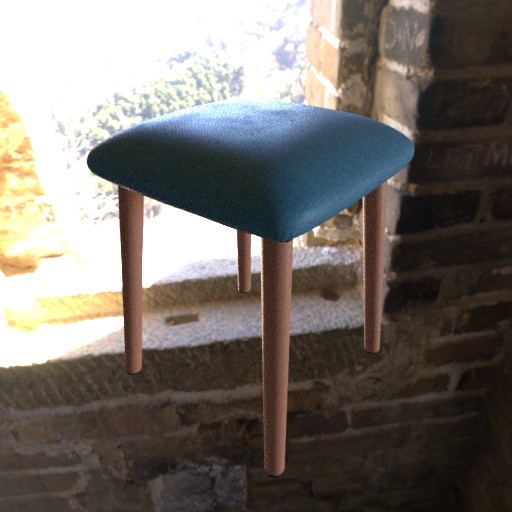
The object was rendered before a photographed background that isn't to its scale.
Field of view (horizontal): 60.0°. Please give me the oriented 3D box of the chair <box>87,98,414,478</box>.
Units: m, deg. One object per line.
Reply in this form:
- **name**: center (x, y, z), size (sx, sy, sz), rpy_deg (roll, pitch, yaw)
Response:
- **chair**: center (0.000, 0.000, 0.713), size (0.360, 0.450, 0.360), rpy_deg (22, 37, 32)
